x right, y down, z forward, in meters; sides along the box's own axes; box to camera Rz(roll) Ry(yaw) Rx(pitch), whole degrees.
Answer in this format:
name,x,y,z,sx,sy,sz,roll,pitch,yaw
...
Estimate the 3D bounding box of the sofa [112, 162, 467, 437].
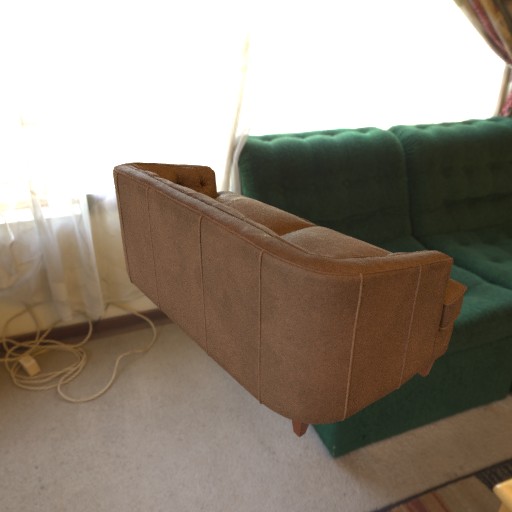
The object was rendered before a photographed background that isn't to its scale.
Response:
name,x,y,z,sx,sy,sz,roll,pitch,yaw
sofa,0.000,0.000,2.237,0.917,0.799,1.767,-18,31,-33
